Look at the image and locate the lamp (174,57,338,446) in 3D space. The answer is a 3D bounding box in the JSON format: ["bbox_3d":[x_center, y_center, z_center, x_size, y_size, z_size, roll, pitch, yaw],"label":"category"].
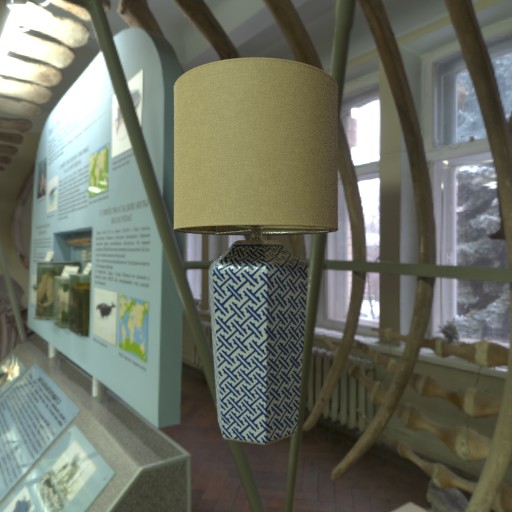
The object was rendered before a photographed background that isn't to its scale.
[{"bbox_3d":[0.000,0.000,0.875,0.320,0.682,0.320,0,0,-36],"label":"lamp"}]
